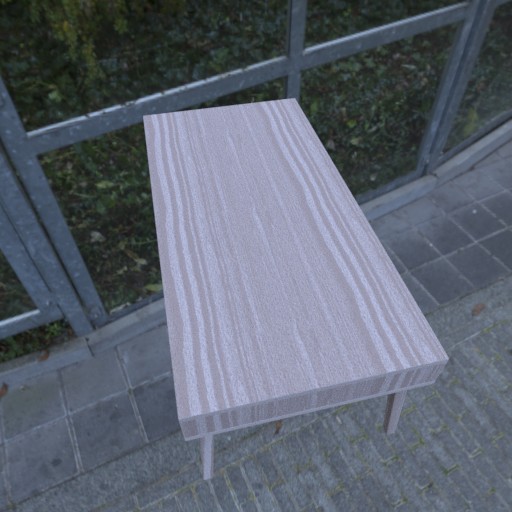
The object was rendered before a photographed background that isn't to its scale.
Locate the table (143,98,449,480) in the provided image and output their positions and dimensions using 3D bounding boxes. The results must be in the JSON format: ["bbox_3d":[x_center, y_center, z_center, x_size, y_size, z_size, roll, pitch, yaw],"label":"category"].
[{"bbox_3d":[0.000,0.000,1.495,0.600,0.450,1.200,-10,48,-9],"label":"table"}]
